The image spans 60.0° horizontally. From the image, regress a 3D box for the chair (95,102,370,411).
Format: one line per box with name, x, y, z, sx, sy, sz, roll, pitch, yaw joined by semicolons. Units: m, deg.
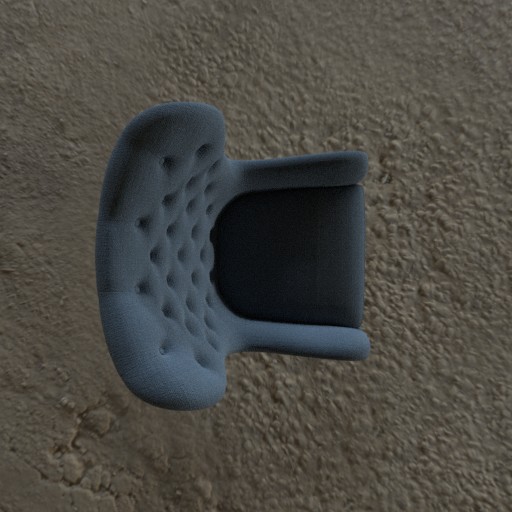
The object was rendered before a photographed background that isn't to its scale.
chair;0.000;0.000;1.705;0.930;1.079;0.831;0;90;-2
